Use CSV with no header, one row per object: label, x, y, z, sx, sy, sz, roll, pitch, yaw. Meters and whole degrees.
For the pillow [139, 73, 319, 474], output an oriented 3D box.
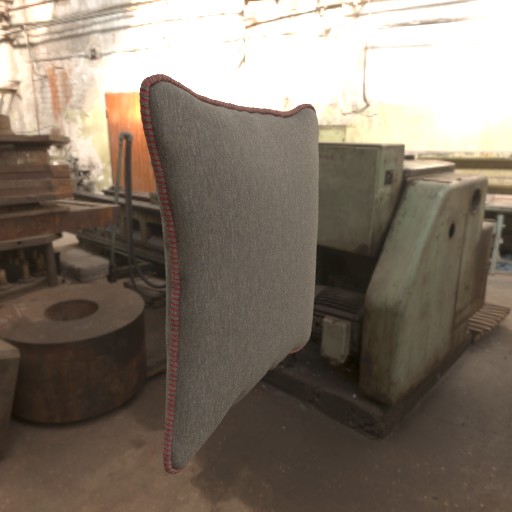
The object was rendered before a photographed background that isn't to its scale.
pillow,0.000,0.000,0.706,0.124,0.491,0.482,8,16,28
